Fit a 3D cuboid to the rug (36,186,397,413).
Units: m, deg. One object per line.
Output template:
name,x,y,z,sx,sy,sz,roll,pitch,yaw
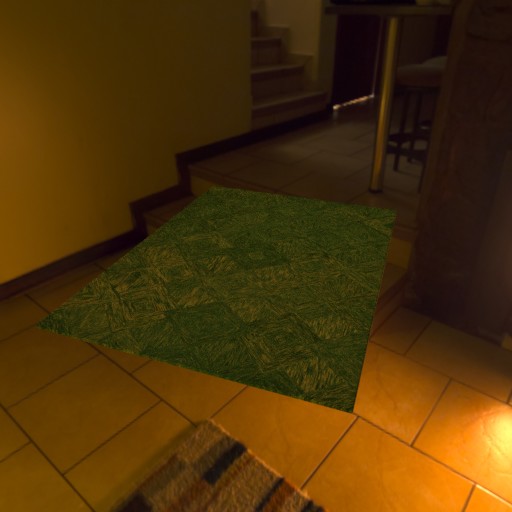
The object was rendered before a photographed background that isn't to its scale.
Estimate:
rug,0.000,0.000,4.331,2.405,0.027,3.217,10,31,17
